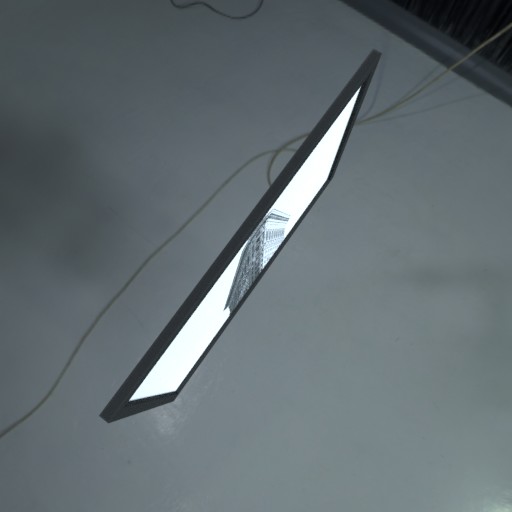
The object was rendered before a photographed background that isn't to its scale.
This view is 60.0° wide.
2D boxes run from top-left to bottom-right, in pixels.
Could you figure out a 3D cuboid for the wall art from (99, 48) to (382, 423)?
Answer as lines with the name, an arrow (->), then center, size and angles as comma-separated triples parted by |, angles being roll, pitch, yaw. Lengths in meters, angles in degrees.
wall art -> 0.000, 0.000, 1.224 | 0.049, 0.659, 0.964 | 36, 78, 9
